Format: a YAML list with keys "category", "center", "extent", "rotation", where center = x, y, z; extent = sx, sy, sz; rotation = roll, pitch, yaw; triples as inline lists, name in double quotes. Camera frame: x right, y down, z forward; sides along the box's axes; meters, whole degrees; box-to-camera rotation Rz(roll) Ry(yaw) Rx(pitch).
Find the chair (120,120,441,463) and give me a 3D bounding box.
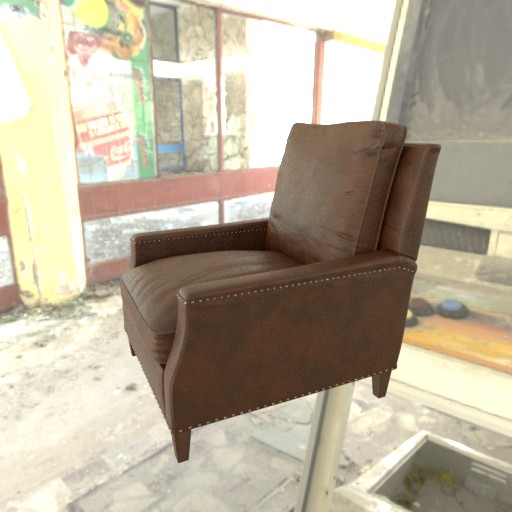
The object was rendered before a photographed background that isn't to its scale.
- category: "chair"
  center: [0.000, 0.000, 1.807]
  extent: [1.035, 1.054, 0.854]
  rotation: [-8, 18, -25]
